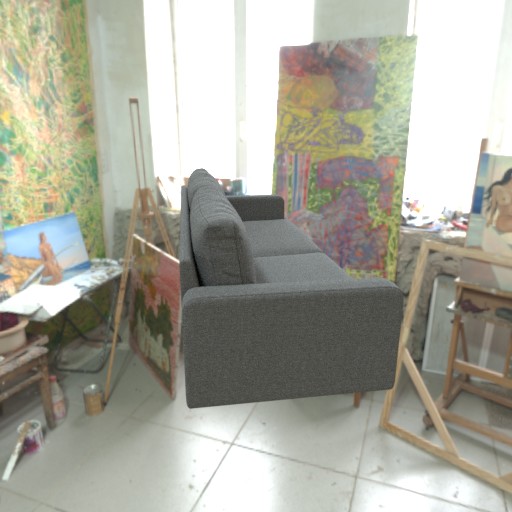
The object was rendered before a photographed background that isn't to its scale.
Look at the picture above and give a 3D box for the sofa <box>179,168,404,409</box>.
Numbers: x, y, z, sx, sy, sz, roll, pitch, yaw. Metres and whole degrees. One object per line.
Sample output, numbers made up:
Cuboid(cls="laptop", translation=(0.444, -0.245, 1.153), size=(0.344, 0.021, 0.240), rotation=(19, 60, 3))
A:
Cuboid(cls="sofa", translation=(0.000, 0.000, 2.699), size=(0.880, 0.880, 2.200), rotation=(-3, 17, -9))
